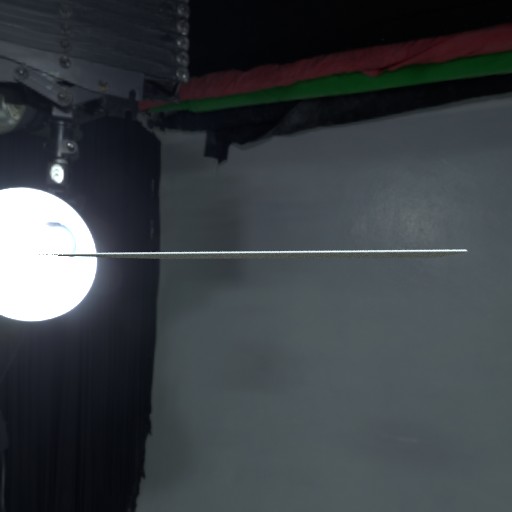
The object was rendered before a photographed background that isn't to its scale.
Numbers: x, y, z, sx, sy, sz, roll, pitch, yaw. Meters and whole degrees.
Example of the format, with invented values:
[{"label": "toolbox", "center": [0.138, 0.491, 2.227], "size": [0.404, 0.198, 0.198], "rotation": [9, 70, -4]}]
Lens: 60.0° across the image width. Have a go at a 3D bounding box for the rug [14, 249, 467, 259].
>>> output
[{"label": "rug", "center": [0.000, 0.000, 2.683], "size": [2.142, 0.010, 1.533], "rotation": [0, -1, 18]}]
